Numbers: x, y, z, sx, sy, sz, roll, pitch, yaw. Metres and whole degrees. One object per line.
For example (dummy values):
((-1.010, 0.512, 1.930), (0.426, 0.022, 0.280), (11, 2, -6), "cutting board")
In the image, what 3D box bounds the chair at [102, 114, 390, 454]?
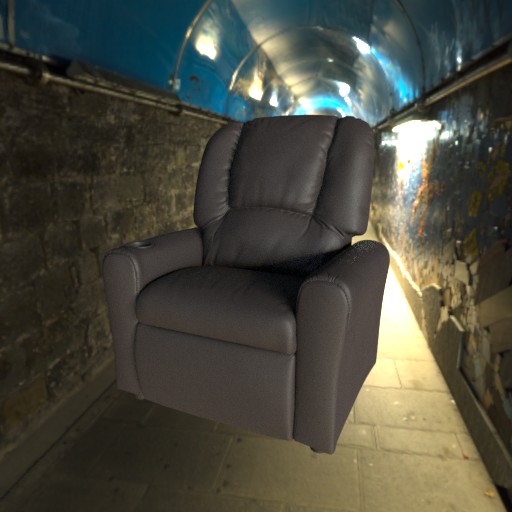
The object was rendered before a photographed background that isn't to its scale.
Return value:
((0.000, 0.000, 1.126), (0.610, 0.709, 0.521), (6, 15, 25), "chair")
